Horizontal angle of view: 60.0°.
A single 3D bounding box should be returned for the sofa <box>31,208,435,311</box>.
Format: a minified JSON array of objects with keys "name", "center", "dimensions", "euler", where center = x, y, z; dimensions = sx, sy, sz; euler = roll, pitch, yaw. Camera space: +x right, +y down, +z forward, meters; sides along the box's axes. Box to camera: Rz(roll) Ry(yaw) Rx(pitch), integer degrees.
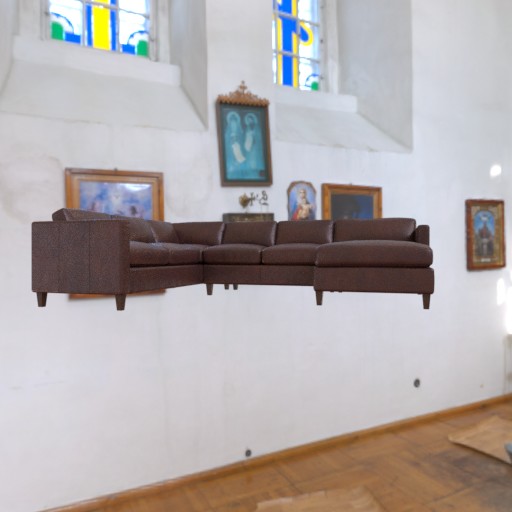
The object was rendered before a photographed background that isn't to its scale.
[{"name":"sofa","center":[0.000,0.000,4.494],"dimensions":[3.324,0.891,2.452],"euler":[0,0,18]}]
